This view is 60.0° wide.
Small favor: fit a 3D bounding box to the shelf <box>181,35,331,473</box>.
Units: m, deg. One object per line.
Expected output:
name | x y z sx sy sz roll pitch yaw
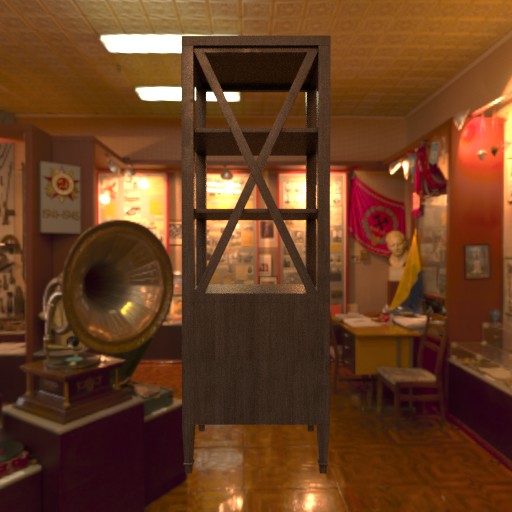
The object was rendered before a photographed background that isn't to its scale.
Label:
shelf | 0.000 0.000 1.978 0.584 1.727 0.472 0 1 0
